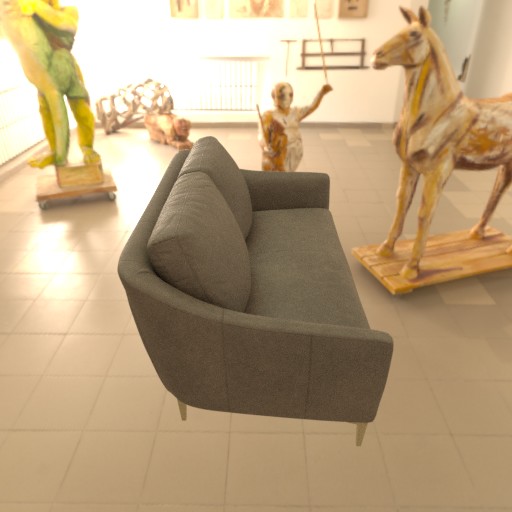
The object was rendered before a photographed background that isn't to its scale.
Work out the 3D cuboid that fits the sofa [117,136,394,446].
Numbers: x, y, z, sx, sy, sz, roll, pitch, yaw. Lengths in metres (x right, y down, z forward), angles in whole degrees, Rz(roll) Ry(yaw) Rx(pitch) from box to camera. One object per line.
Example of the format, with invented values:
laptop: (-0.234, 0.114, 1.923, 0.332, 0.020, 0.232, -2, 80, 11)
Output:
sofa: (0.000, 0.000, 2.225, 0.960, 0.902, 1.619, 0, 30, 0)
